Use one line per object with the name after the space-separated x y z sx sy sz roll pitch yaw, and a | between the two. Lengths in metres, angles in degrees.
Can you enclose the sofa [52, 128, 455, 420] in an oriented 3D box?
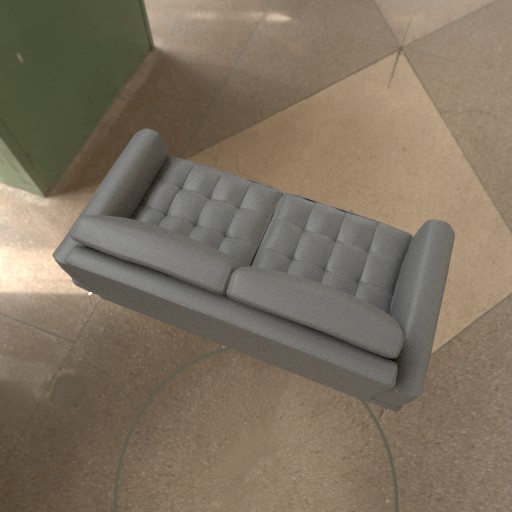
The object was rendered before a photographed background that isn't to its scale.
0.000 0.000 2.709 2.177 0.930 1.121 19 65 10 | sofa
